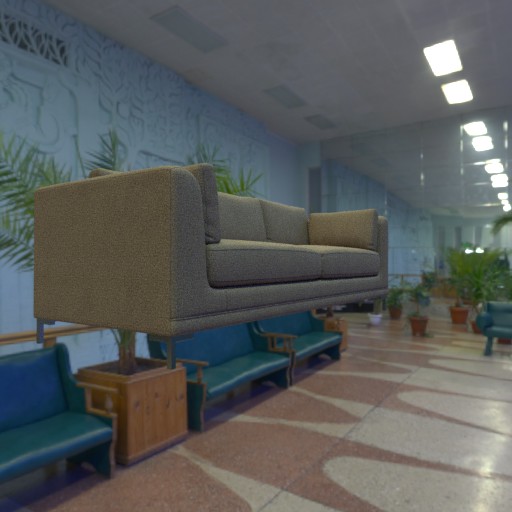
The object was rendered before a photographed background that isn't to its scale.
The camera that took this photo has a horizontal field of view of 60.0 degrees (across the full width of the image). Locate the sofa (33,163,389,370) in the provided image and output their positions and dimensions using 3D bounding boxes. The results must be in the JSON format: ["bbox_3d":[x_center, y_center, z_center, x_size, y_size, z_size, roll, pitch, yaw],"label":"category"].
[{"bbox_3d":[0.000,0.000,2.870,0.969,0.867,2.415,0,-1,35],"label":"sofa"}]
